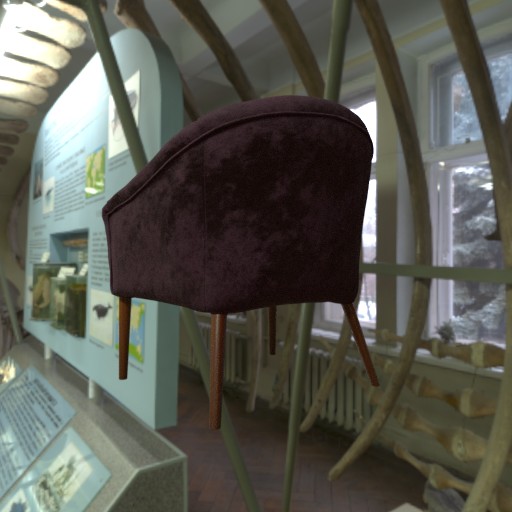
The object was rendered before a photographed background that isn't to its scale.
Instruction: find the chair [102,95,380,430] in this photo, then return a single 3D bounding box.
[{"bbox_3d":[0.000,0.000,1.533,0.851,0.885,0.776,0,-1,-37],"label":"chair"}]
